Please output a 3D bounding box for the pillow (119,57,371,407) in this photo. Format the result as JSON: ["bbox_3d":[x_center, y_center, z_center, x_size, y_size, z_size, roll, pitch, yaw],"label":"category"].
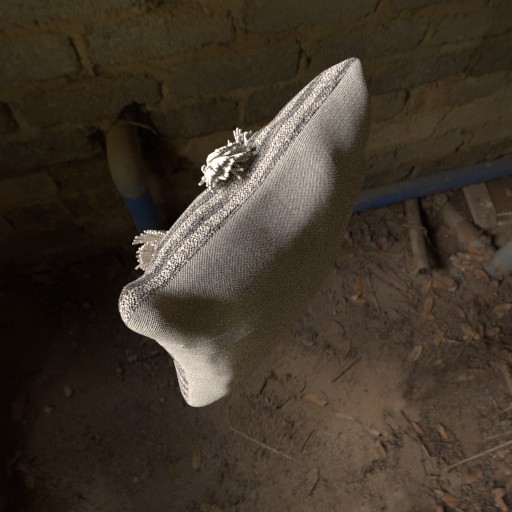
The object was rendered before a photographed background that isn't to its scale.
[{"bbox_3d":[0.000,0.000,0.752,0.234,0.490,0.484,32,67,16],"label":"pillow"}]
